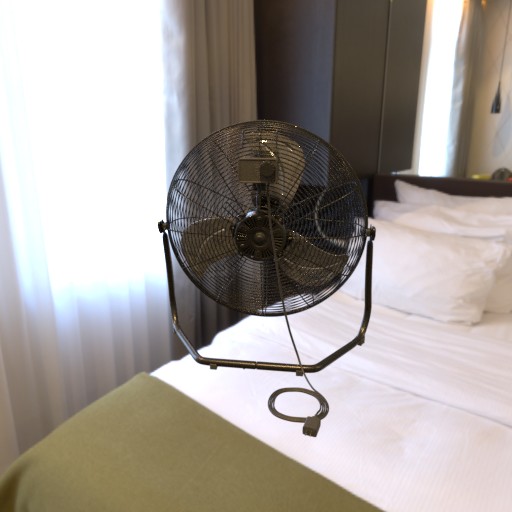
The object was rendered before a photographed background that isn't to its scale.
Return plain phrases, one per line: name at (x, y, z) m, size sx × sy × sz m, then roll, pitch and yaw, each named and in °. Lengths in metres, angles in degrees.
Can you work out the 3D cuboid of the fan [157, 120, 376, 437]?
fan at (0.000, 0.000, 1.025) m, size 0.595 × 0.605 × 0.470 m, roll 2°, pitch 16°, yaw 8°
